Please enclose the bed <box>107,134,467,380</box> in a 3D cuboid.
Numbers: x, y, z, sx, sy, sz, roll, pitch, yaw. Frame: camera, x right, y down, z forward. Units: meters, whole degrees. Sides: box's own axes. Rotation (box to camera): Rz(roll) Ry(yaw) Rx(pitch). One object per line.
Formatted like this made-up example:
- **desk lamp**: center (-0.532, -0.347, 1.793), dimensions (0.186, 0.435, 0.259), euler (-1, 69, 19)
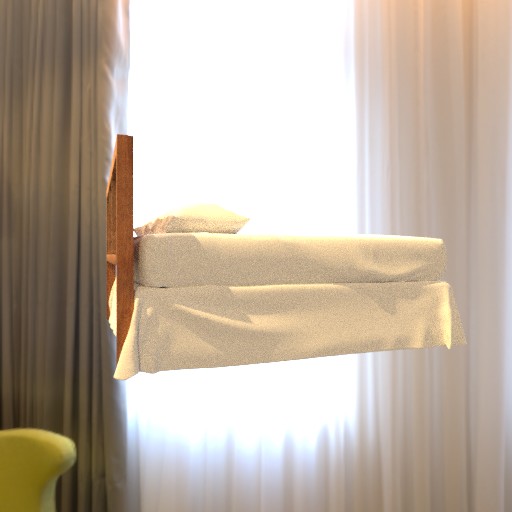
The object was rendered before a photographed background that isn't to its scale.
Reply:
- **bed**: center (0.000, 0.000, 3.403), dimensions (2.165, 1.158, 2.255), euler (0, 0, -20)
